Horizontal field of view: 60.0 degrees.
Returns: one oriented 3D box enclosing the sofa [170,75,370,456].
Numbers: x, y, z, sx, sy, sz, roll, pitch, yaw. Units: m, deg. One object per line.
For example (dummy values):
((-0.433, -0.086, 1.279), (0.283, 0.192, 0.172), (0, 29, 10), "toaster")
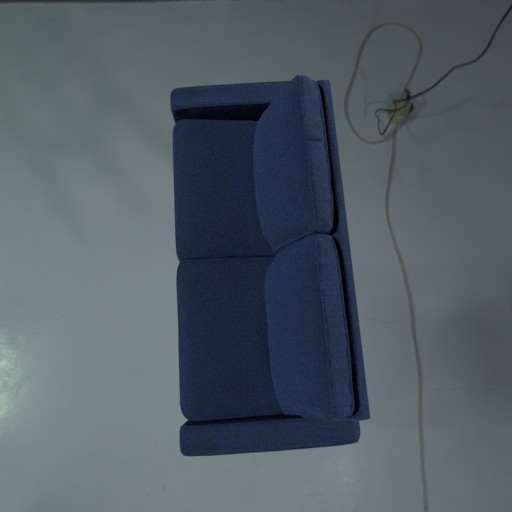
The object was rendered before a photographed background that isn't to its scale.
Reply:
((0.000, 0.000, 2.568), (0.940, 0.919, 2.080), (-4, 77, -1), "sofa")
